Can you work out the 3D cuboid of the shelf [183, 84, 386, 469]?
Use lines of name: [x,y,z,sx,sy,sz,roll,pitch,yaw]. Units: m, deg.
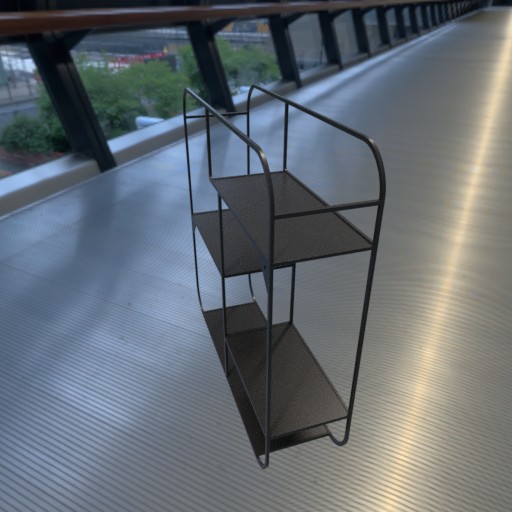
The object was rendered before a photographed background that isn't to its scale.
shelf: [0.000,0.000,0.922,0.160,0.600,0.600,-9,31,-16]
